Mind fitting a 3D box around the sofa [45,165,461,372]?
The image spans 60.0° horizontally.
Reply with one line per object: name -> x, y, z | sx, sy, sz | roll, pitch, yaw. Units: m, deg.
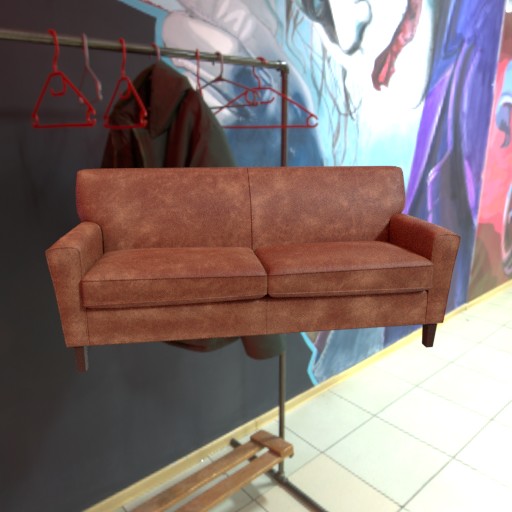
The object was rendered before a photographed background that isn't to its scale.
sofa -> 0.000, 0.000, 2.544 | 2.053, 0.947, 0.805 | -2, 16, -8
